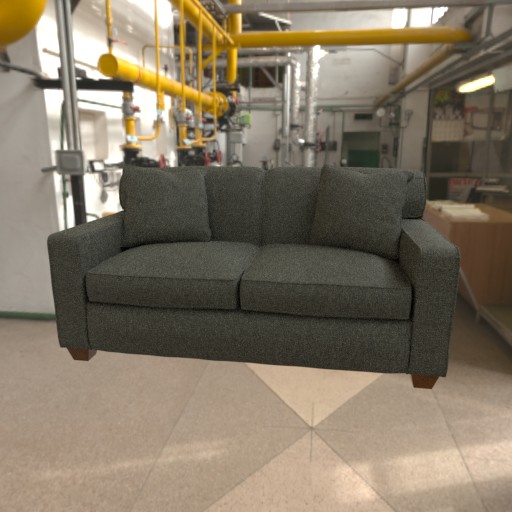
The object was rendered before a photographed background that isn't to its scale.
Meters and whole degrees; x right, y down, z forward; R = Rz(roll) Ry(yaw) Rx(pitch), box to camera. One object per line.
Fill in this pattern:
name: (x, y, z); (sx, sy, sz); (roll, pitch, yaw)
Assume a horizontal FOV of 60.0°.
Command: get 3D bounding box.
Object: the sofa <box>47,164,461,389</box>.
sofa: (0.000, 0.000, 2.396); (1.846, 0.958, 0.998); (2, 14, 9)
